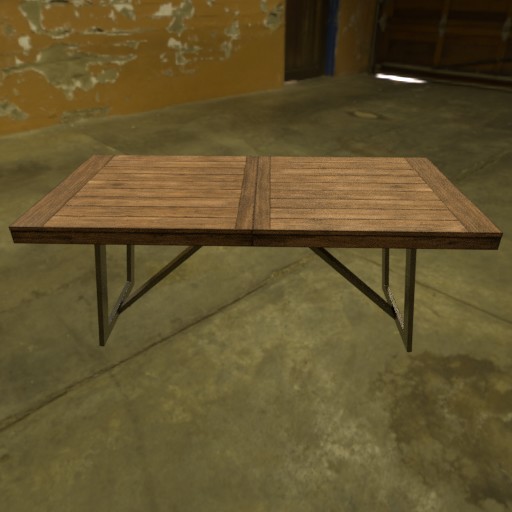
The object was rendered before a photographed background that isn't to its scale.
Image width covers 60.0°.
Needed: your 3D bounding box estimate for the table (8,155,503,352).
[{"bbox_3d":[0.000,0.000,2.263,1.867,0.757,0.931,1,30,1],"label":"table"}]
